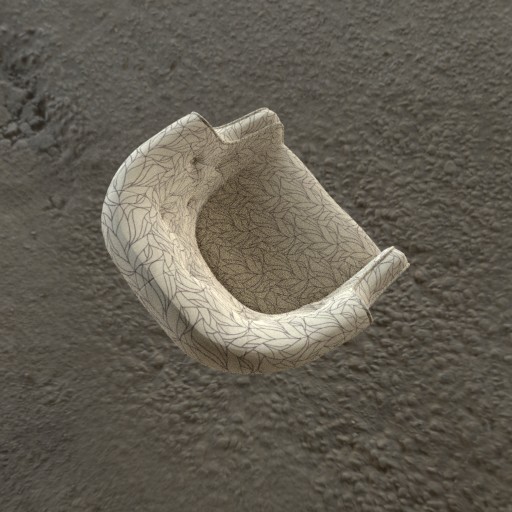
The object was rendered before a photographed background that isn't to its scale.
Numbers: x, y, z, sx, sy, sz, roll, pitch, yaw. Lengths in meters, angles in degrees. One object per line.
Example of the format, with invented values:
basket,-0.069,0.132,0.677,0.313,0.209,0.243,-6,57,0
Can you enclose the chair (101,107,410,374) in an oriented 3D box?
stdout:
chair,0.000,0.000,1.330,0.613,0.858,0.686,-38,79,-9
